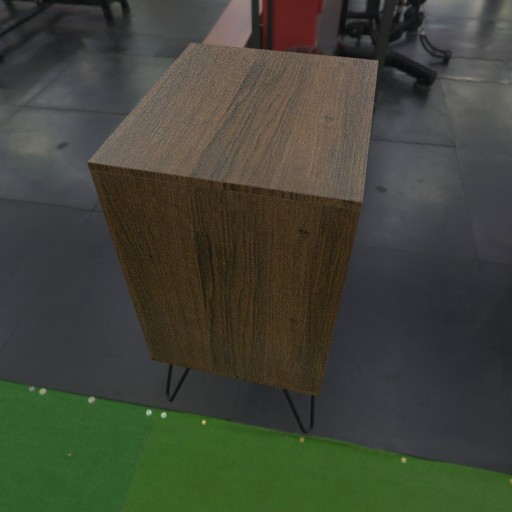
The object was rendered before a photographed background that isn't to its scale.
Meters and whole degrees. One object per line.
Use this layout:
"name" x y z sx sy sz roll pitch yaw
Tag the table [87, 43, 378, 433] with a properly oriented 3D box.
"table" 0.000 0.000 1.181 0.457 0.866 0.526 10 47 9
